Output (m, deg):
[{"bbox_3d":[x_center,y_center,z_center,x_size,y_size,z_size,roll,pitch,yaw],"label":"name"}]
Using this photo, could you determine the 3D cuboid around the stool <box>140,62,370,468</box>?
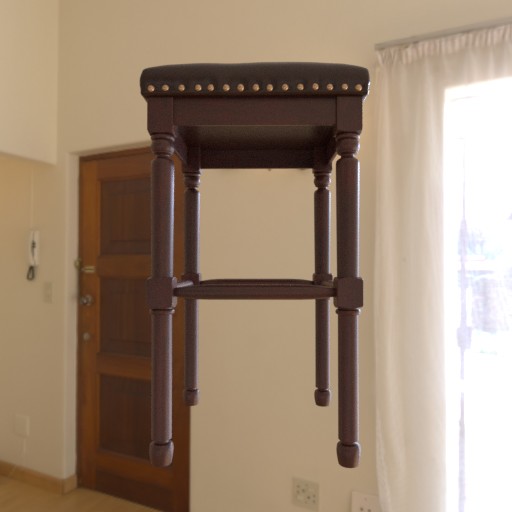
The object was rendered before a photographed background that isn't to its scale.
[{"bbox_3d":[0.000,0.000,0.908,0.382,0.702,0.383,0,-1,1],"label":"stool"}]
